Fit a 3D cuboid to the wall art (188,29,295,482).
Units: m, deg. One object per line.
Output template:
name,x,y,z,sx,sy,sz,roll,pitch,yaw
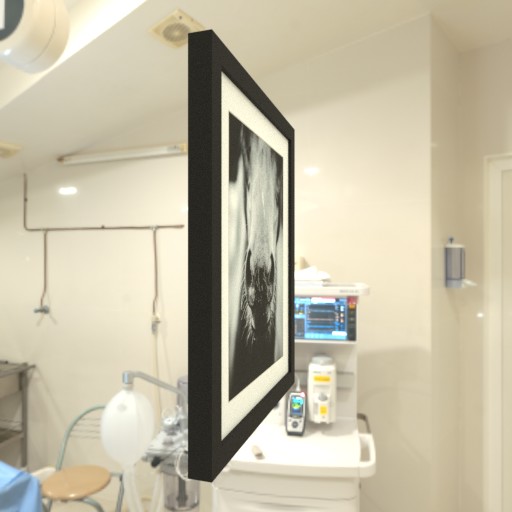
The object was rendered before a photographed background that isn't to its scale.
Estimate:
wall art,0.000,0.000,0.555,0.024,0.404,0.329,0,0,18
